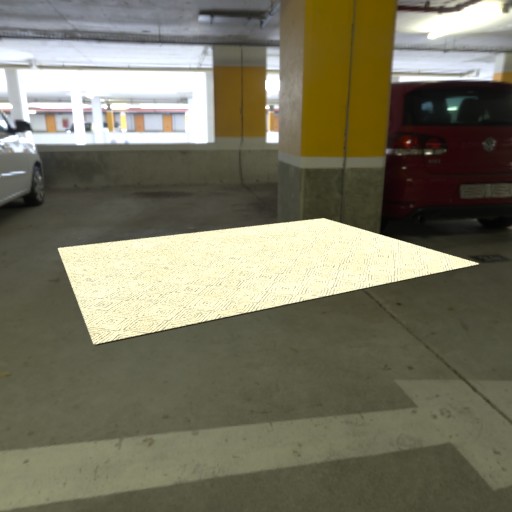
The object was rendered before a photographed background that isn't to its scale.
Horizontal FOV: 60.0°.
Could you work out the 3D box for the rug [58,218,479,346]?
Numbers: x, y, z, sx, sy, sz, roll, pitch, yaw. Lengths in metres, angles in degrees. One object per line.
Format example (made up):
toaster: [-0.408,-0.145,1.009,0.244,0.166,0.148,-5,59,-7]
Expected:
rug: [0.000,0.000,2.869,2.238,0.008,1.593,-8,18,-27]
